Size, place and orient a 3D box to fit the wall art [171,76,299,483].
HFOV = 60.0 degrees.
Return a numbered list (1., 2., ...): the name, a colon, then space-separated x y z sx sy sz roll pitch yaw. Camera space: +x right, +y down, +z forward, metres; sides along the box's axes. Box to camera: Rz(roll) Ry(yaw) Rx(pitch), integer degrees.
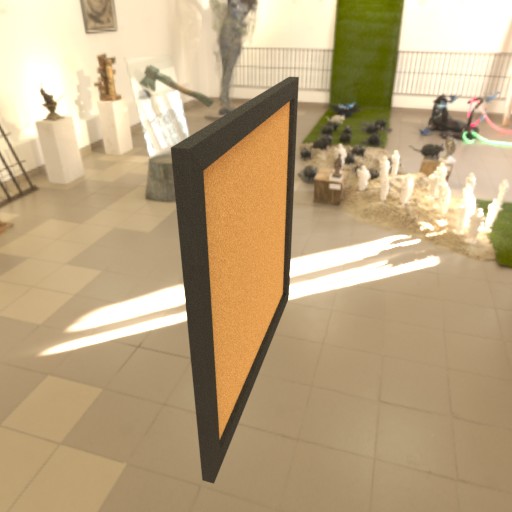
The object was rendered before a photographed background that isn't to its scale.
1. wall art: 0.000 0.000 1.511 0.038 1.016 1.016 8 30 14
